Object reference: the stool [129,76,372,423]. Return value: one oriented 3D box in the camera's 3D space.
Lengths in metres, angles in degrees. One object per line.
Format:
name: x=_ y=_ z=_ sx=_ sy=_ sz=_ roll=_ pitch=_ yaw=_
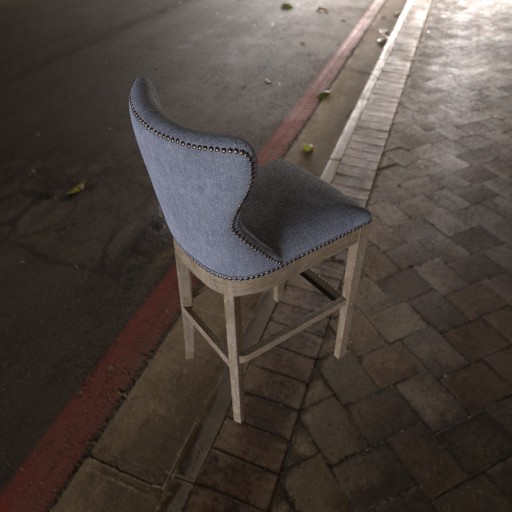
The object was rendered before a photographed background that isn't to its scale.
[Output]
stool: x=0.000 y=0.000 z=1.457 sx=0.606 sy=1.123 sz=0.494 roll=-27 pitch=48 yaw=-27
